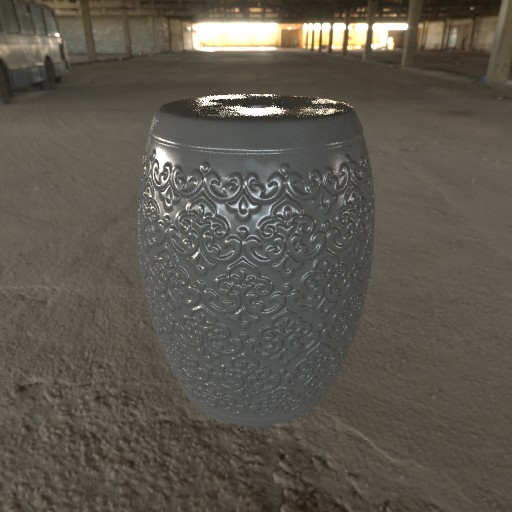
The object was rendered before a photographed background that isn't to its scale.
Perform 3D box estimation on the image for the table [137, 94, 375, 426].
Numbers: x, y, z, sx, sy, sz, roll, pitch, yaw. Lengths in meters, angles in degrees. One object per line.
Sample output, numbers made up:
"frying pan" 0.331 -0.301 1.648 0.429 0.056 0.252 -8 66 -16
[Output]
"table" 0.000 0.000 0.609 0.309 0.397 0.309 0 26 0
